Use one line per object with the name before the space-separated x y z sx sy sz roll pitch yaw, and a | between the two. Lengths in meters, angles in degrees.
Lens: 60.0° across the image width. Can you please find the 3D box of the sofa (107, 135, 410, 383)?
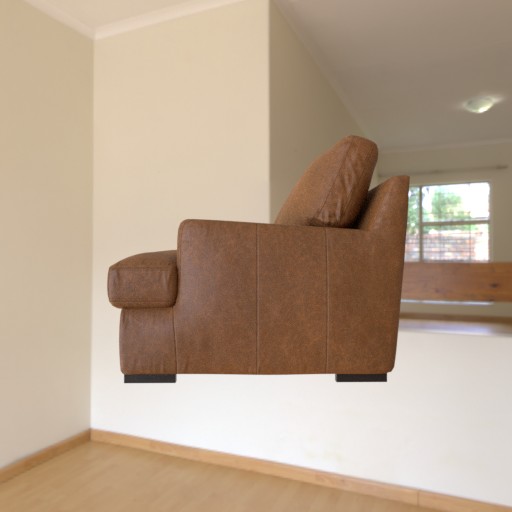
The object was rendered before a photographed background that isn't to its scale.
sofa | 0.000 0.000 2.533 1.144 0.966 1.880 0 -1 -1
